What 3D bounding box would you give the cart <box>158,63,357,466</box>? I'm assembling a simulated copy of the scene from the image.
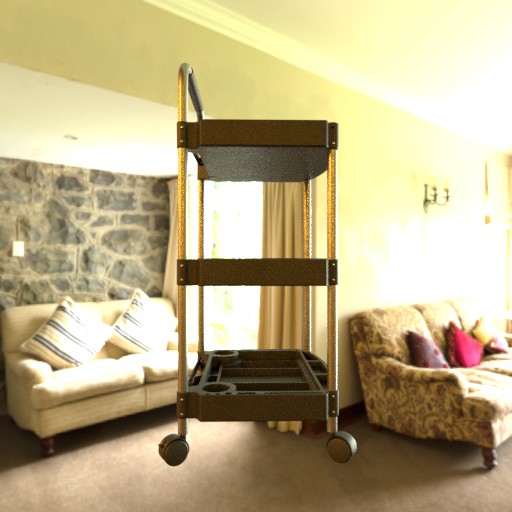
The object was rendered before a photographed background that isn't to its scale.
[{"bbox_3d":[0.000,0.000,1.413,0.518,1.075,0.584,0,0,-1],"label":"cart"}]
